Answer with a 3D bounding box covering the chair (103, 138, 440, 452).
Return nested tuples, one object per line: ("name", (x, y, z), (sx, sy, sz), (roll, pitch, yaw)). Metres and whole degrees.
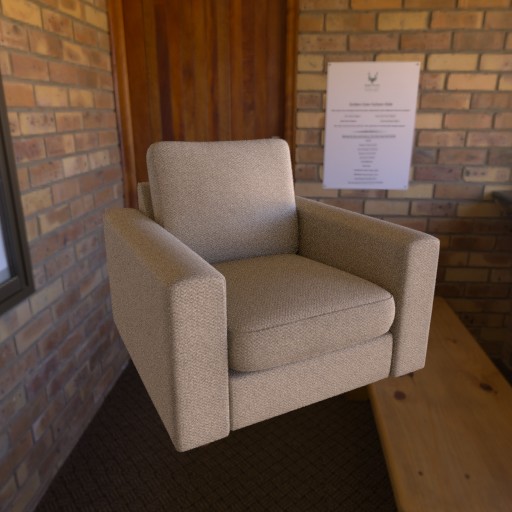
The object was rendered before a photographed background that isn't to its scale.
("chair", (0.000, 0.000, 1.776), (1.005, 0.873, 1.016), (-9, 20, -26))
